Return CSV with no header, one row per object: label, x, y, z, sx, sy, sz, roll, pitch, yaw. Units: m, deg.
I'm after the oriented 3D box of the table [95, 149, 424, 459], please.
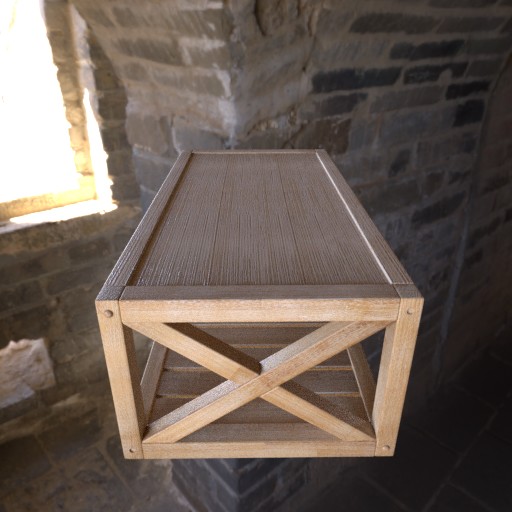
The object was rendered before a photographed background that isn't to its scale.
table,0.000,0.000,1.570,0.660,0.457,1.321,0,26,-1
